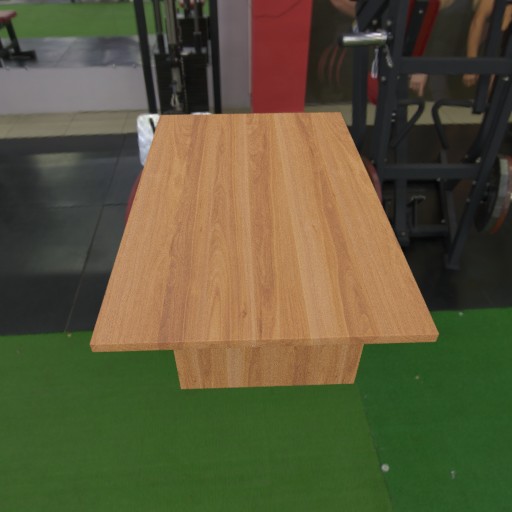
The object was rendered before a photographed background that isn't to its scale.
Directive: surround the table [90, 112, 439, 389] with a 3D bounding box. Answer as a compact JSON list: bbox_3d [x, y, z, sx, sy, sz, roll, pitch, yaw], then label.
[{"bbox_3d":[0.000,0.000,1.468,0.700,0.510,1.100,-1,41,-2],"label":"table"}]
